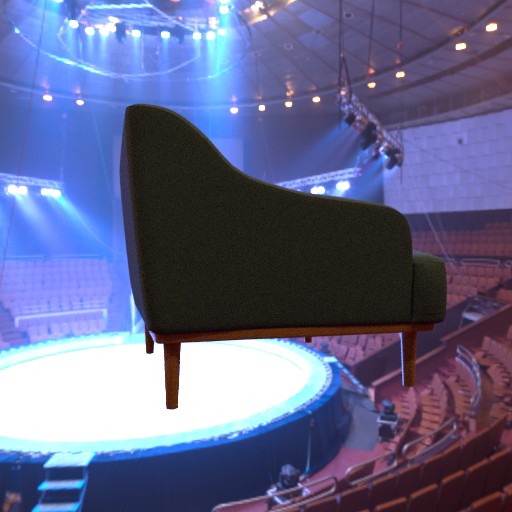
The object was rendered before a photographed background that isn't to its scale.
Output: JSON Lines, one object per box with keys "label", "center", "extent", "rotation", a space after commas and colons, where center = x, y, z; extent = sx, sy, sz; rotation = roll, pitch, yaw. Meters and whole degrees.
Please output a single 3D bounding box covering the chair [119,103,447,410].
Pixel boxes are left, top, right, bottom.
{"label": "chair", "center": [0.000, 0.000, 1.636], "extent": [0.951, 0.818, 0.946], "rotation": [0, 0, -18]}
